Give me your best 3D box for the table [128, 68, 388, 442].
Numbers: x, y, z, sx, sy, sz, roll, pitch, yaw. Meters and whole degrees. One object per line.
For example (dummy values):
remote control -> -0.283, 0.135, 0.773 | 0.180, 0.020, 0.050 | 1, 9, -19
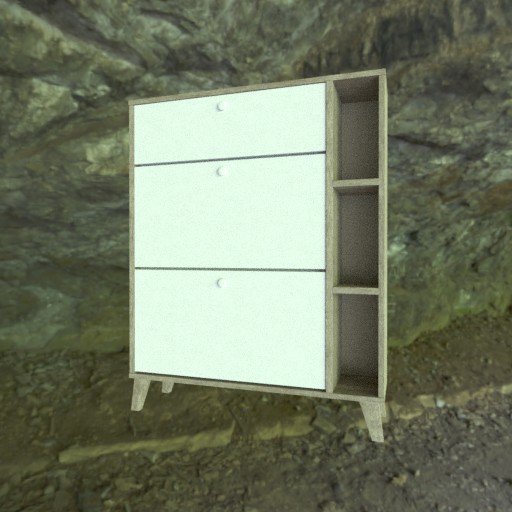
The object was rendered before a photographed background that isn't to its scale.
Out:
table -> 0.000, 0.000, 1.599 | 0.902, 1.135, 0.256 | 0, 0, 18
